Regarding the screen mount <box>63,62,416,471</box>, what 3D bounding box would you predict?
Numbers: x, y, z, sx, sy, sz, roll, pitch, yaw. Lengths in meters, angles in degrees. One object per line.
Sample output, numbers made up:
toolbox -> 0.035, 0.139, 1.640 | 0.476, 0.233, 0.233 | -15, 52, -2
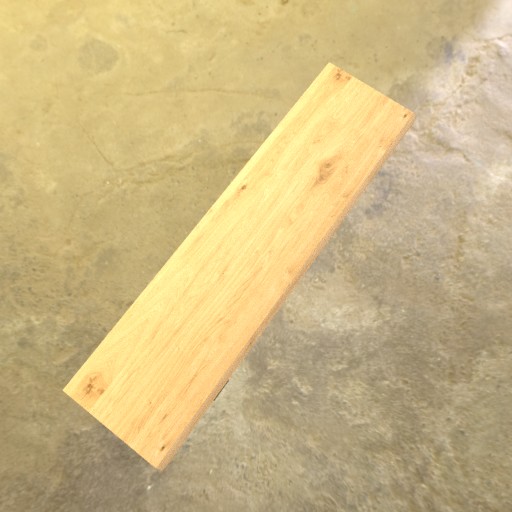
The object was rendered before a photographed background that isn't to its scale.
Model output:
screen mount -> 0.000, 0.000, 1.921 | 0.450, 0.430, 1.700 | 35, 77, 9
